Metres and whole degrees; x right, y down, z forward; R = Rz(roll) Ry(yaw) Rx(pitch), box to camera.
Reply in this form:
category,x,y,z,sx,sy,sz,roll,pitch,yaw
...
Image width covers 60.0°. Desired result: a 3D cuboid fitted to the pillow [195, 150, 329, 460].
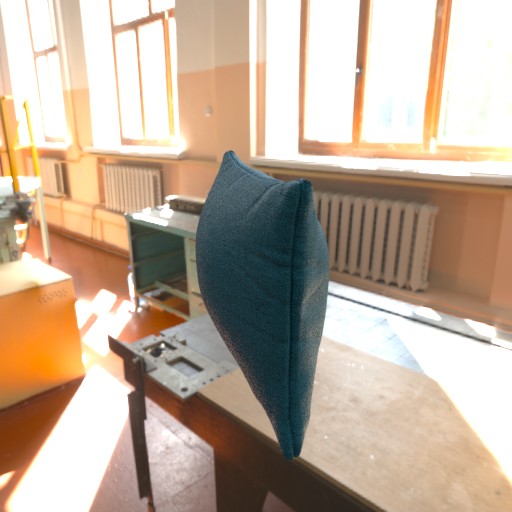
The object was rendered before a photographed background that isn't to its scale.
category,x,y,z,sx,sy,sz,roll,pitch,yaw
pillow,0.000,0.000,0.788,0.210,0.338,0.633,-3,16,-10
